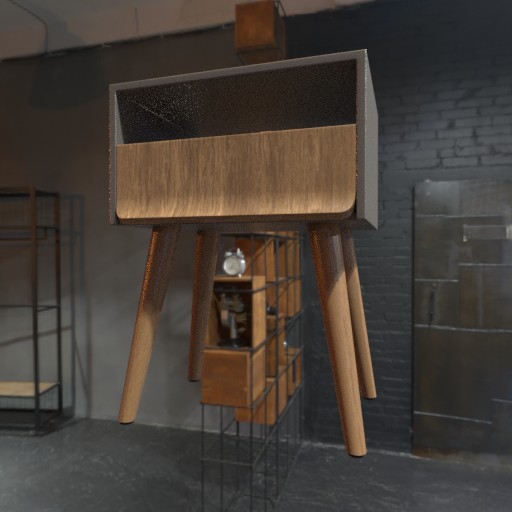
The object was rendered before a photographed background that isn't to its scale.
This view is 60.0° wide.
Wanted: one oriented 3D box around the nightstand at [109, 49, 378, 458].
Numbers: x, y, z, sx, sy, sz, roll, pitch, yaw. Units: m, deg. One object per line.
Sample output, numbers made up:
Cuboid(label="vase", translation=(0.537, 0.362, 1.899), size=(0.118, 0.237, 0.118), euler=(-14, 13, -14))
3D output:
Cuboid(label="nightstand", translation=(0.000, 0.000, 0.726), size=(0.370, 0.508, 0.288), euler=(0, 1, 18))
